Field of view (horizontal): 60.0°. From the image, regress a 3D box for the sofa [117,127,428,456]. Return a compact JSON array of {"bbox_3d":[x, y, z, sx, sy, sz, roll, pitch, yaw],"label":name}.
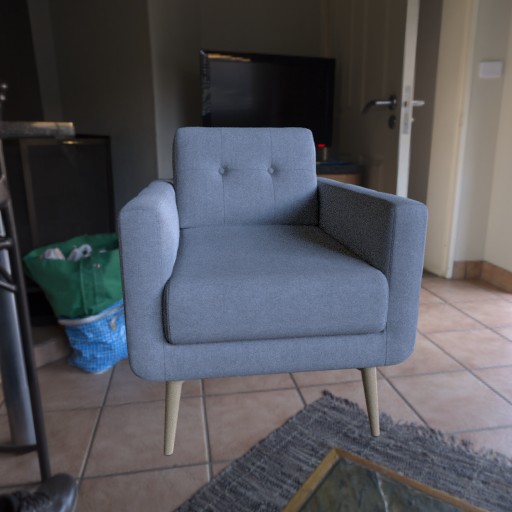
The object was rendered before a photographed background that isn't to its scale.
[{"bbox_3d":[0.000,0.000,1.503,0.770,0.860,0.920,-2,14,-8],"label":"sofa"}]
